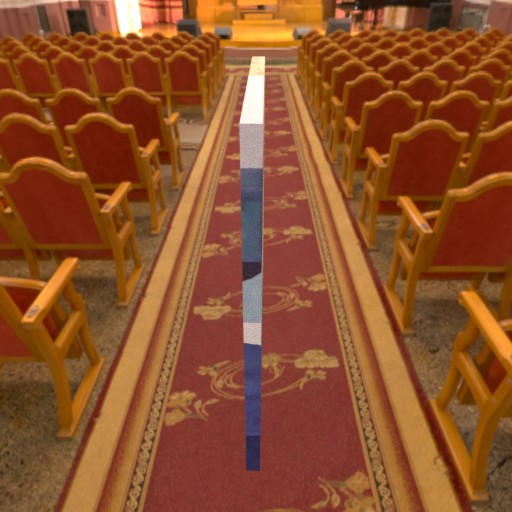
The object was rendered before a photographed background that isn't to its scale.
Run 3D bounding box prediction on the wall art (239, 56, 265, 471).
[{"bbox_3d":[0.000,0.000,0.818,0.026,0.613,0.458,1,32,1],"label":"wall art"}]
